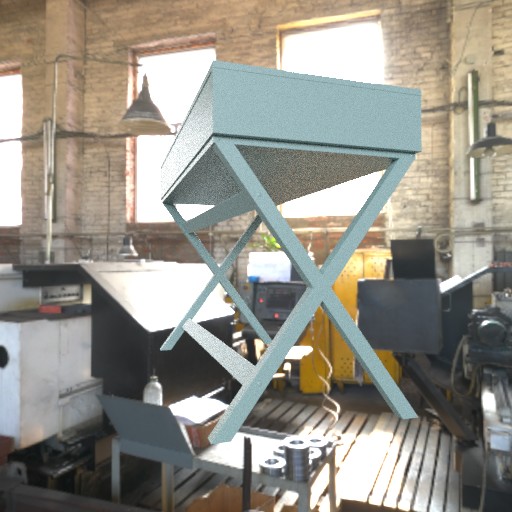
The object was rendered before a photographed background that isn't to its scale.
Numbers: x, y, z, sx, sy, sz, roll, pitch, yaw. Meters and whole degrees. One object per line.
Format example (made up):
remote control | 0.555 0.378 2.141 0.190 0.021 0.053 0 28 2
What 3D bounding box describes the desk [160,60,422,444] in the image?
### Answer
desk | 0.000 0.000 1.475 0.525 0.780 1.057 0 -1 -18
